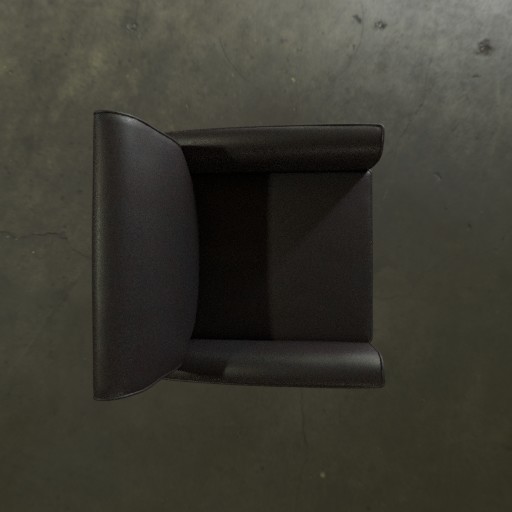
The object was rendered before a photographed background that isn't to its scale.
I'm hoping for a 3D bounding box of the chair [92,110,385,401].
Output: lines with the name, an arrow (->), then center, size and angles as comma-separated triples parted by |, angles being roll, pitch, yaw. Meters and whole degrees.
chair -> 0.000, 0.000, 1.545 | 0.819, 0.916, 0.820 | 0, 90, 1
